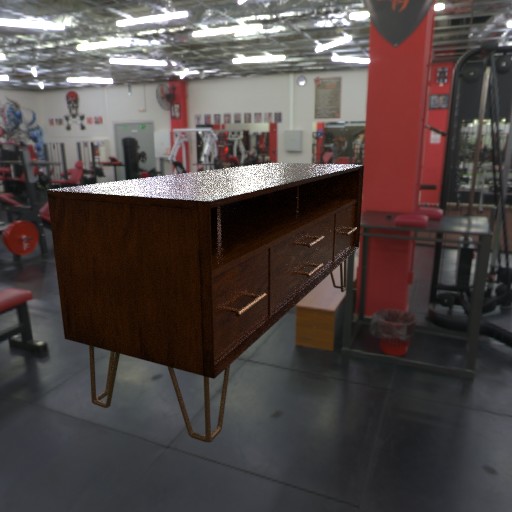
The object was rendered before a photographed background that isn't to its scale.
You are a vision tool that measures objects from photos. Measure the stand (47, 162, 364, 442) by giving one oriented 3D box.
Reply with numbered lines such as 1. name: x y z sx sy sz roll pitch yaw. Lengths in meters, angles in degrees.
1. stand: 0.000 0.000 1.663 0.481 0.610 1.372 7 17 25
